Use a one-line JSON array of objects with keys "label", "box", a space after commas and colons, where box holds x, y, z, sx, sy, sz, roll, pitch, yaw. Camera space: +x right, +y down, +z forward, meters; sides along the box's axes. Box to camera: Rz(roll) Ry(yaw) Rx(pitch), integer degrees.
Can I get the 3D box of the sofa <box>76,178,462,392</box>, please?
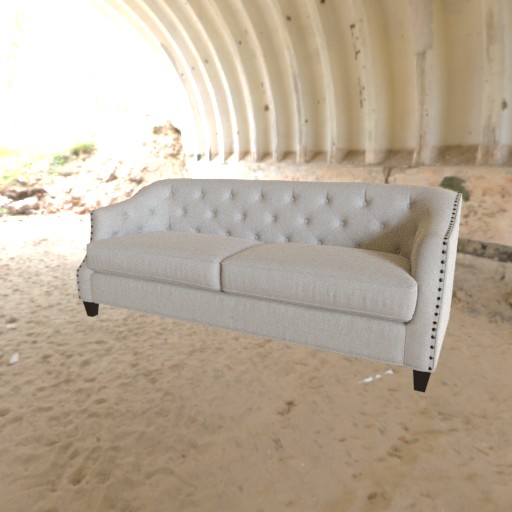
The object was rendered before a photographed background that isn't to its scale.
[{"label": "sofa", "box": [0.000, 0.000, 2.768, 2.235, 0.901, 0.914, 7, 14, 27]}]
